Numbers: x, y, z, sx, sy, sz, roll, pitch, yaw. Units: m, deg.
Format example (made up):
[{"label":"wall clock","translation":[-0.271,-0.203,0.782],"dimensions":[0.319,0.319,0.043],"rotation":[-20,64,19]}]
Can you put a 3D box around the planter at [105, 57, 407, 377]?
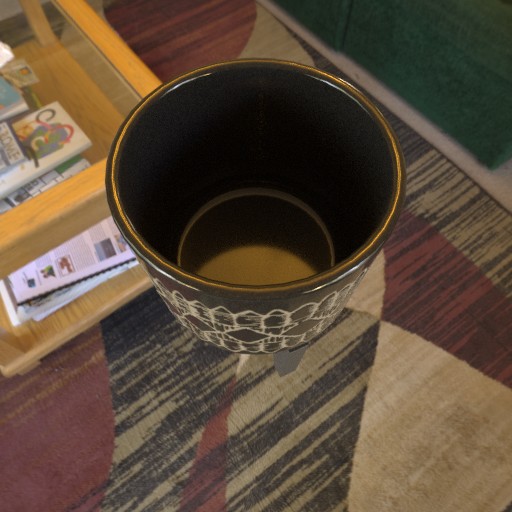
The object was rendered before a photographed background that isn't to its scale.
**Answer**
[{"label":"planter","translation":[0.000,0.000,0.525],"dimensions":[0.251,0.355,0.251],"rotation":[32,67,15]}]
